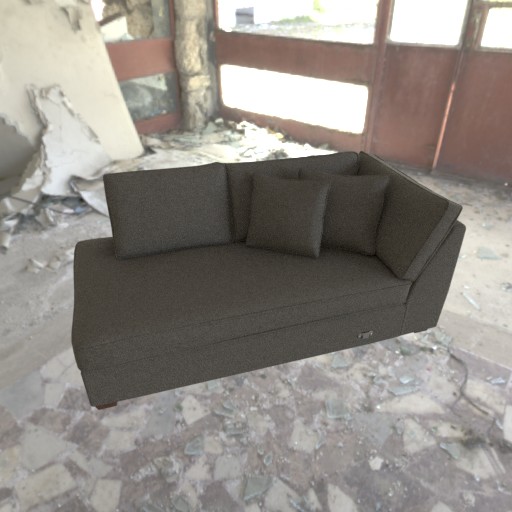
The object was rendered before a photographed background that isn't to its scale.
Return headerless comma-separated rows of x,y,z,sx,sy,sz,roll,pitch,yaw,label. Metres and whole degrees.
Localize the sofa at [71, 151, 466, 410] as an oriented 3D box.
0.000,0.000,2.839,2.237,1.033,1.110,-9,34,-14,sofa
